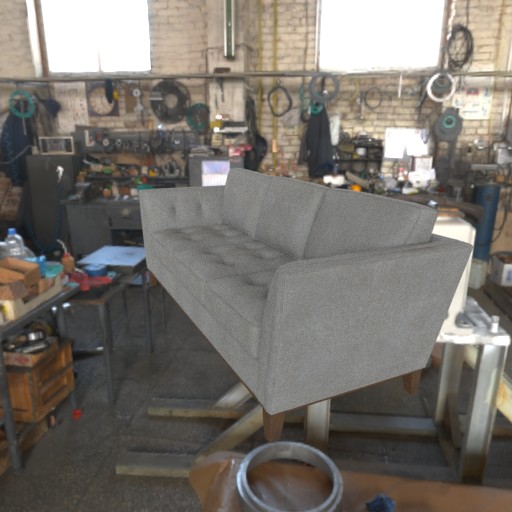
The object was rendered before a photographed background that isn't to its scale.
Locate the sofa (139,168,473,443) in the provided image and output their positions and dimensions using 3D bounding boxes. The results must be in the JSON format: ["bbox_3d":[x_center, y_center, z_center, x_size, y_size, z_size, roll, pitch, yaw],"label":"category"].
[{"bbox_3d":[0.000,0.000,2.845,0.965,0.940,2.387,-8,18,-25],"label":"sofa"}]
